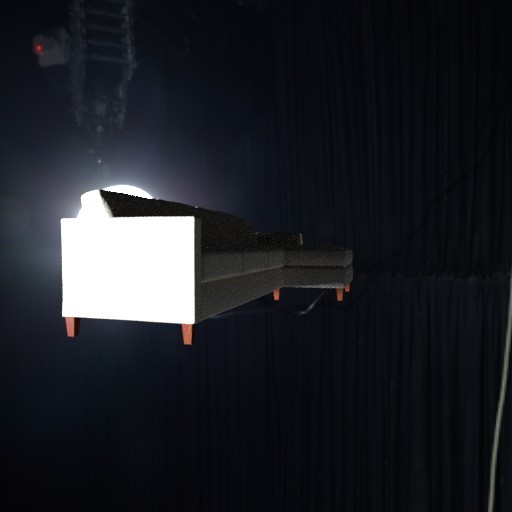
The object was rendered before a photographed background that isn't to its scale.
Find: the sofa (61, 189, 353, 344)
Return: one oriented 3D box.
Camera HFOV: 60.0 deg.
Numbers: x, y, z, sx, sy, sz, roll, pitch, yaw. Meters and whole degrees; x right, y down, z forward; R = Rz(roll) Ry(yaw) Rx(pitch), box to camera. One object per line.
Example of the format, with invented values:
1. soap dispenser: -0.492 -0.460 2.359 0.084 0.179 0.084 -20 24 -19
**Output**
1. sofa: 0.000 0.000 4.210 1.603 0.954 3.471 0 1 16
